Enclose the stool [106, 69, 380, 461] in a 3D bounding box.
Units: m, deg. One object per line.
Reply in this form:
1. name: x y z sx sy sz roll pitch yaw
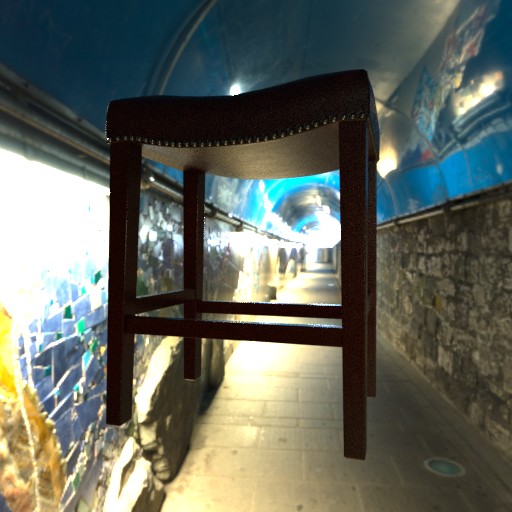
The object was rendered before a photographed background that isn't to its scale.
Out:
1. stool: 0.000 0.000 0.956 0.504 0.657 0.372 0 0 18
